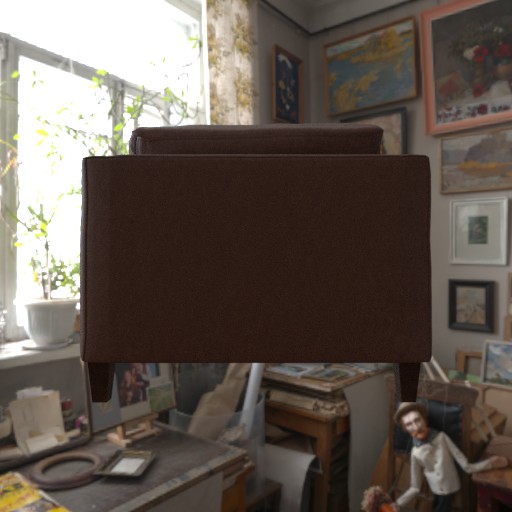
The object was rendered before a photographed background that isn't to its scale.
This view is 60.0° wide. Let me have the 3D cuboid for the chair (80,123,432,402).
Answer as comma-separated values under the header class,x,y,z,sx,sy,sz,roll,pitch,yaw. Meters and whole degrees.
class,x,y,z,sx,sy,sz,roll,pitch,yaw
chair,0.000,0.000,1.811,1.107,0.917,0.959,0,-1,0
